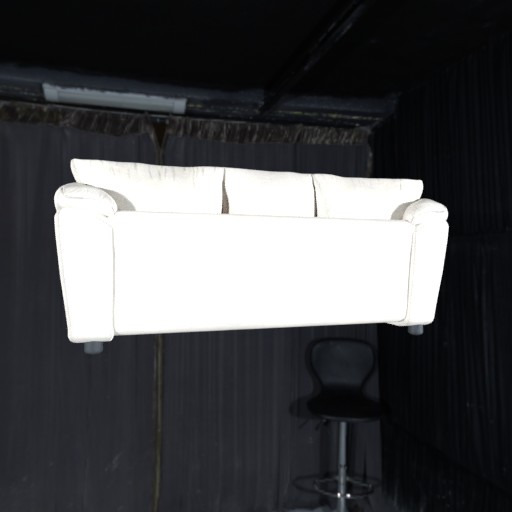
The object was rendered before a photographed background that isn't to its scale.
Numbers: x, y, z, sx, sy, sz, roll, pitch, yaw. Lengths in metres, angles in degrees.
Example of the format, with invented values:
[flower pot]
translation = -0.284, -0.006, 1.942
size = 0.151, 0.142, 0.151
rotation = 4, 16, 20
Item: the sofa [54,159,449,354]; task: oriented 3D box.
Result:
[sofa]
translation = 0.000, 0.000, 2.806
size = 2.334, 0.996, 0.878
rotation = 0, 0, -17
